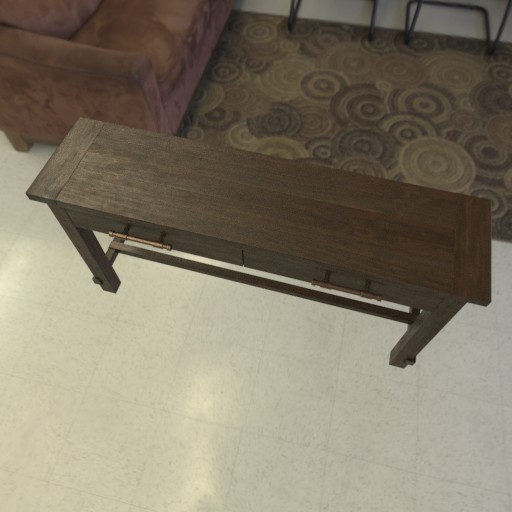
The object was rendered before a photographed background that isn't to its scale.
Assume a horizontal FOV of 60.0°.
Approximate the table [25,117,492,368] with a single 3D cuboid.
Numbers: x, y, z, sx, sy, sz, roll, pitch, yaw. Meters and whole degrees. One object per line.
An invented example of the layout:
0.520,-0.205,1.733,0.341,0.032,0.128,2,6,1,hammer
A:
0.000,0.000,1.882,1.599,0.762,0.442,13,59,8,table
